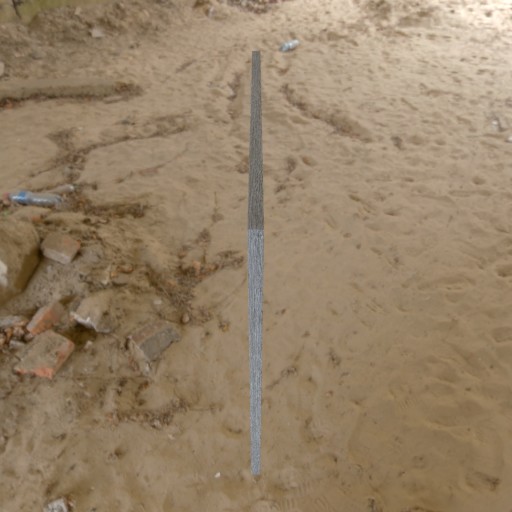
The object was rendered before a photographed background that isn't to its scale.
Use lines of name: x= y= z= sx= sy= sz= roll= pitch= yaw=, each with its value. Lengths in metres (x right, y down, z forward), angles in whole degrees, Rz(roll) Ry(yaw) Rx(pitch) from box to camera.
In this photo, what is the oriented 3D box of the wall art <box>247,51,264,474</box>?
wall art: x=0.000 y=0.000 z=1.012 sx=0.020 sy=0.685 sz=0.685 roll=0 pitch=41 yaw=0
